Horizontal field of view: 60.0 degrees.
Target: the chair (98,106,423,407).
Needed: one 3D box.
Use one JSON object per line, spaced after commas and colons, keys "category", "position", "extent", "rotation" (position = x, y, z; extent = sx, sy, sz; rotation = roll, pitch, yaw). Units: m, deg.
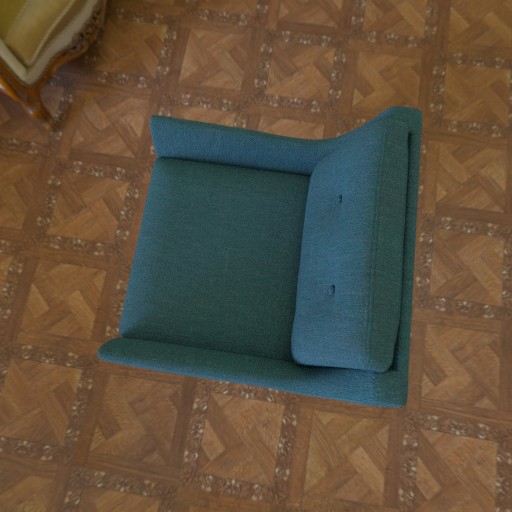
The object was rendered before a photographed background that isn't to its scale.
{"category": "chair", "position": [0.000, 0.000, 1.502], "extent": [0.849, 0.828, 0.847], "rotation": [8, 76, 2]}
